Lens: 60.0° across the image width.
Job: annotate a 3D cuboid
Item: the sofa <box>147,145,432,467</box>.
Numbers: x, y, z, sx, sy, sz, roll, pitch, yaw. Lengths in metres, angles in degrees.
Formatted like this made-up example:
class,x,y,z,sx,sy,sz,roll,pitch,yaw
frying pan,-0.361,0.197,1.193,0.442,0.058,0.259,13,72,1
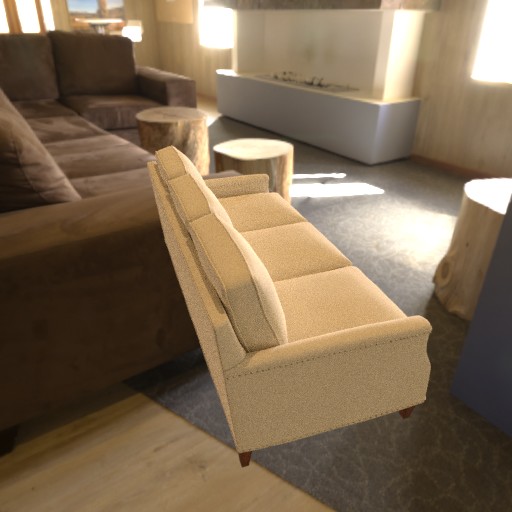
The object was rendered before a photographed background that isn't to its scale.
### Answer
class,x,y,z,sx,sy,sz,roll,pitch,yaw
sofa,0.000,0.000,2.843,1.084,1.003,2.246,-9,30,-16
